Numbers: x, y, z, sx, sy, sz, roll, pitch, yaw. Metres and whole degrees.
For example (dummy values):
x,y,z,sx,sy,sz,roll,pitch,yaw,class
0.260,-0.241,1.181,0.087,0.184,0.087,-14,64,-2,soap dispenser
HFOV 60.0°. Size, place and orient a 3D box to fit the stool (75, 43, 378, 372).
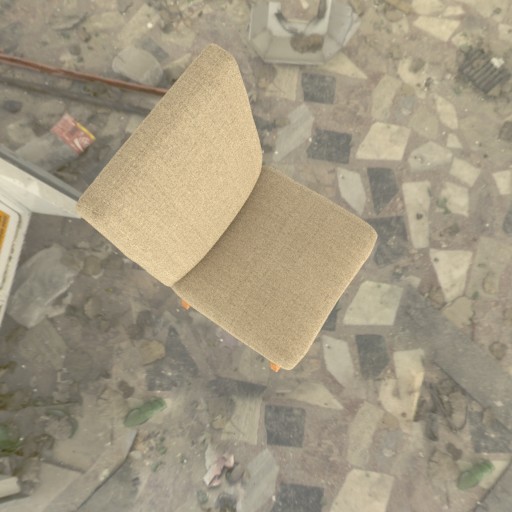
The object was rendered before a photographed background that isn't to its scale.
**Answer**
x,y,z,sx,sy,sz,roll,pitch,yaw,class
0.000,0.000,1.283,0.526,1.010,0.459,34,78,8,stool
